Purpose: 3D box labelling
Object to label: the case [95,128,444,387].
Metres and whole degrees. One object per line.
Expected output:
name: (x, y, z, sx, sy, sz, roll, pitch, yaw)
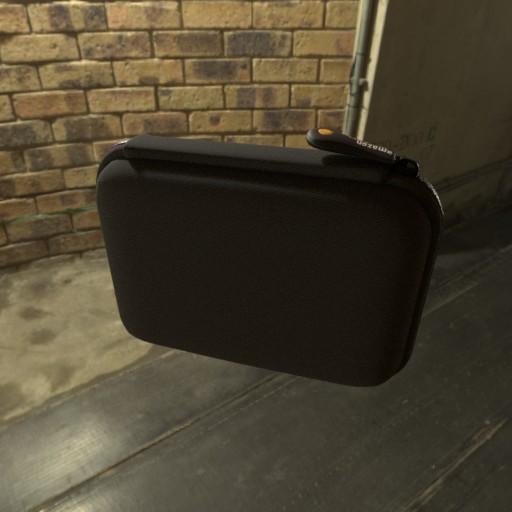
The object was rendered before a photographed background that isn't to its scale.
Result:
case: (0.000, 0.000, 0.178, 0.132, 0.105, 0.038, 9, 33, 14)
